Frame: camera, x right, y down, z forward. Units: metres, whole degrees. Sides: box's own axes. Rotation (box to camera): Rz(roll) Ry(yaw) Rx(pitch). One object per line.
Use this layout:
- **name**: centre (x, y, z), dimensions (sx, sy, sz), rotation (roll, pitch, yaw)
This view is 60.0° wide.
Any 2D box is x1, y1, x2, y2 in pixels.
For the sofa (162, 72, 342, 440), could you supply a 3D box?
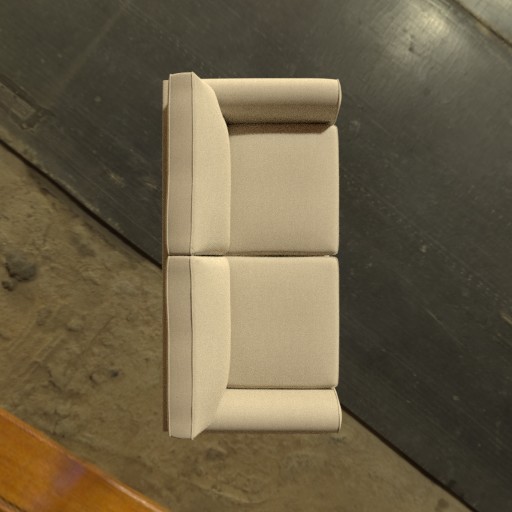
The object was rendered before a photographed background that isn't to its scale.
- **sofa**: centre (0.000, 0.000, 2.305), dimensions (0.861, 0.933, 1.774), rotation (0, 90, 1)
